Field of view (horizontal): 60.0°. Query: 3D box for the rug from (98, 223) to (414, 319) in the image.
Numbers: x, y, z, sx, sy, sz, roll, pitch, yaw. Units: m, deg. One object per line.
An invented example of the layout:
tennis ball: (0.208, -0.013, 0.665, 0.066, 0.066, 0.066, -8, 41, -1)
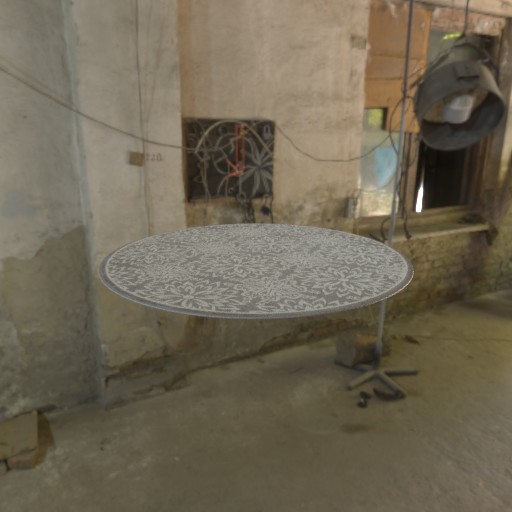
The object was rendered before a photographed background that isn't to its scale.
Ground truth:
rug: (0.000, 0.000, 2.366, 1.593, 0.012, 1.593, 0, 16, 0)
